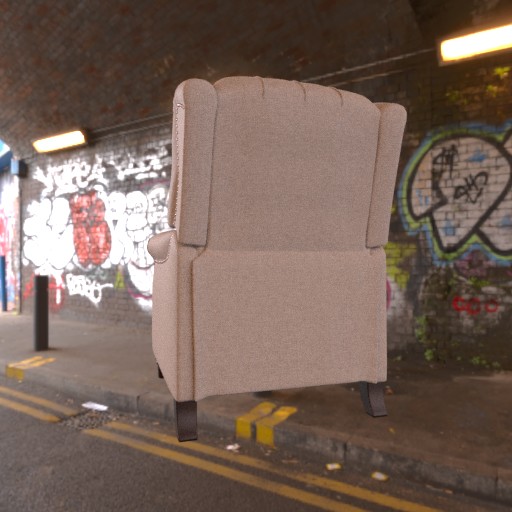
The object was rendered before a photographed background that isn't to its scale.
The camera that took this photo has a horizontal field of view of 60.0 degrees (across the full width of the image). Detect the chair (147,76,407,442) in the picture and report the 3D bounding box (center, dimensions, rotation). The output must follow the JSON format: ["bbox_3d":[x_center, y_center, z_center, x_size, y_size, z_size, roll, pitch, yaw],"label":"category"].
[{"bbox_3d":[0.000,0.000,1.642,0.742,1.035,0.902,0,0,-18],"label":"chair"}]
